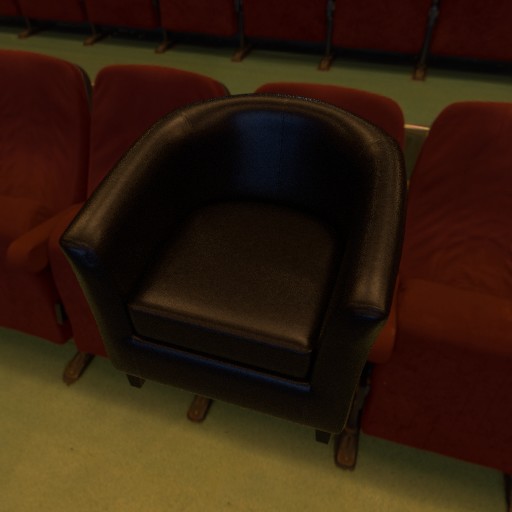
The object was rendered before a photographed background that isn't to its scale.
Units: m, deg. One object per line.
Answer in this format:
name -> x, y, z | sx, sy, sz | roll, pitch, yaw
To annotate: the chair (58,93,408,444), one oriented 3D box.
chair -> 0.000, 0.000, 1.370 | 0.793, 0.756, 0.727 | 12, 43, 13
